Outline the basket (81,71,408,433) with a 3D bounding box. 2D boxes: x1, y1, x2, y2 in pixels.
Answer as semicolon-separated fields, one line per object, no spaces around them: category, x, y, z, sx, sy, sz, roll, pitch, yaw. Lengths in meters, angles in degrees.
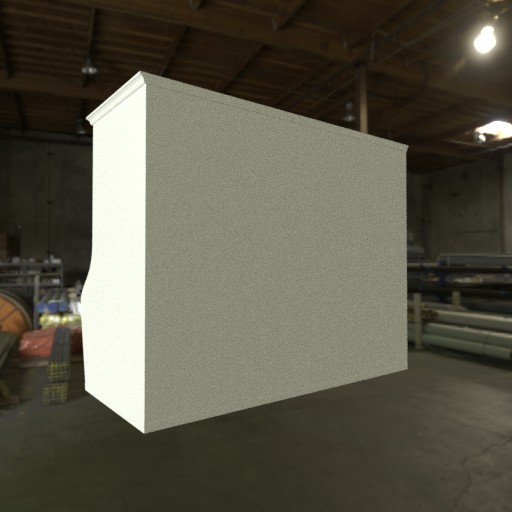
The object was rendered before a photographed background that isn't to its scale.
basket;0.000;0.000;1.150;0.792;0.625;0.376;1;-1;-37
